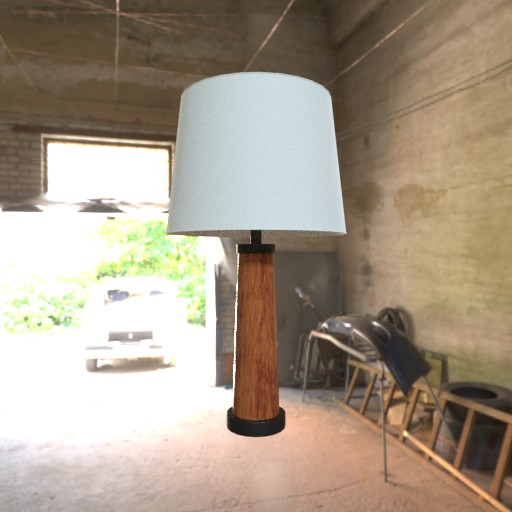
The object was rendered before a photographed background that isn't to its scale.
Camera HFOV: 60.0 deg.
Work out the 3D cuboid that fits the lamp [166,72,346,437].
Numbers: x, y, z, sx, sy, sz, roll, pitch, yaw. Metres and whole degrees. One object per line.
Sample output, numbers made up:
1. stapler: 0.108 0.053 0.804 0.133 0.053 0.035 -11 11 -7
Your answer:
1. lamp: 0.000 0.000 0.872 0.349 0.667 0.349 0 0 0
